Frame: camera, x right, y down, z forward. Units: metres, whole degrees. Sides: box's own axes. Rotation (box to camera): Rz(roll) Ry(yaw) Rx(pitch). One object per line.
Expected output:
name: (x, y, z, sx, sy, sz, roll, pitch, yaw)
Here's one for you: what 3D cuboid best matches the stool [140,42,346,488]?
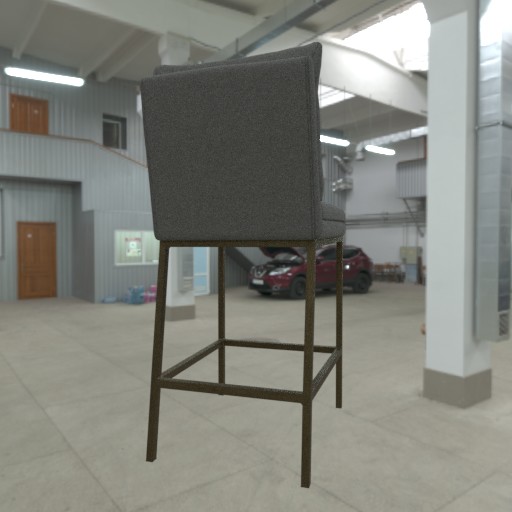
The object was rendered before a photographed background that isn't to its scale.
stool: (0.000, 0.000, 1.301, 0.463, 1.030, 0.569, 0, 2, 17)
